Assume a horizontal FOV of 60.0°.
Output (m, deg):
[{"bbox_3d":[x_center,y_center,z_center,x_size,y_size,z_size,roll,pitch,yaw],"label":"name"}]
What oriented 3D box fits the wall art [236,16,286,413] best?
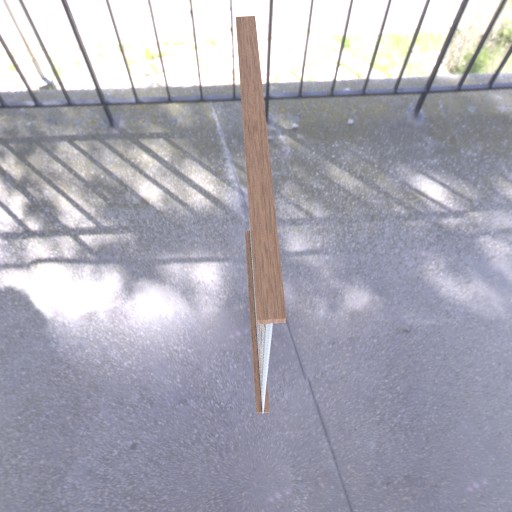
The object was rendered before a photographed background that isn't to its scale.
[{"bbox_3d":[0.000,0.000,0.796,0.028,0.609,0.456,-3,63,-2],"label":"wall art"}]
